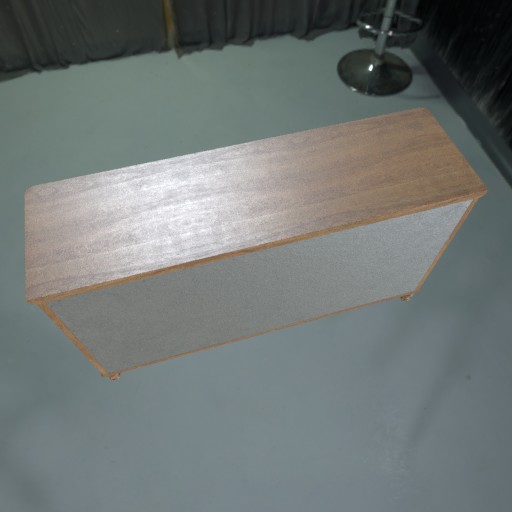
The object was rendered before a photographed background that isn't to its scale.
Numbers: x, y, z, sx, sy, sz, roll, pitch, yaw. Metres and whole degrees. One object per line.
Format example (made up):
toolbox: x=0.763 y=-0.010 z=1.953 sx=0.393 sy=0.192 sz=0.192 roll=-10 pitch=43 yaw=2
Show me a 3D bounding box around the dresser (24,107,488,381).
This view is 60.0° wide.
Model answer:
dresser: x=0.000 y=0.000 z=1.951 sx=1.583 sy=0.892 sz=0.468 roll=-14 pitch=59 yaw=-9
